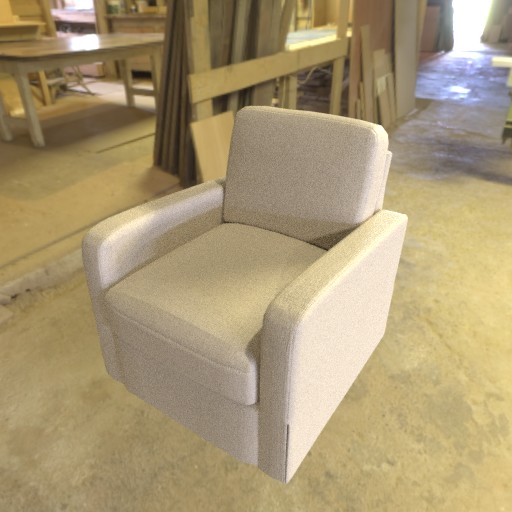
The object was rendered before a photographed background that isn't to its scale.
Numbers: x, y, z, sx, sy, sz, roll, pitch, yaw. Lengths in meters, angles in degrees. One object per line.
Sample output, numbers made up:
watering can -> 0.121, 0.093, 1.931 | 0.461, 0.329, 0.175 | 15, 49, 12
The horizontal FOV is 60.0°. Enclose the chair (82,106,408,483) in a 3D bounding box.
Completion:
chair -> 0.000, 0.000, 1.484 | 0.755, 0.827, 0.888 | 19, 36, 29
